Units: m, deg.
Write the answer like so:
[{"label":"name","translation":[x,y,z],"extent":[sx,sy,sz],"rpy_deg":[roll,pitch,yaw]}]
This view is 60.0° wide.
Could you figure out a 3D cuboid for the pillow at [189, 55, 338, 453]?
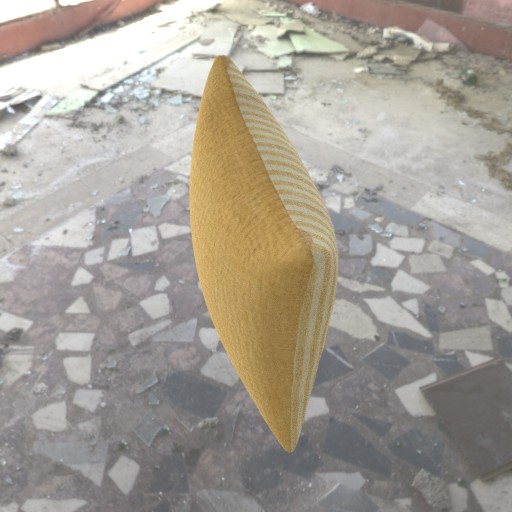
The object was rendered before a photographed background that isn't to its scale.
[{"label":"pillow","translation":[0.000,0.000,0.635],"extent":[0.173,0.407,0.419],"rpy_deg":[-10,47,-9]}]
